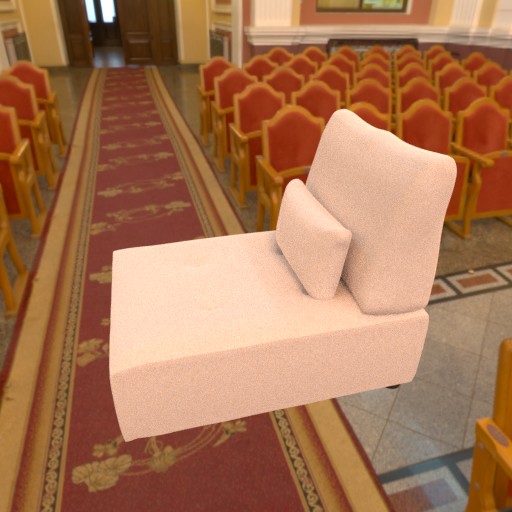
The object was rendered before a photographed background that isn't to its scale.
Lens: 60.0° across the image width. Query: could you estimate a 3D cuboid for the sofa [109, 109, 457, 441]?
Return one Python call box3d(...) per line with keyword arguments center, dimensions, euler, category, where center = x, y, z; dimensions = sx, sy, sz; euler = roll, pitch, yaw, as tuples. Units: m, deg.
box3d(center=(0.000, 0.000, 1.533), dimensions=(1.000, 0.820, 0.700), euler=(-7, 31, -13), category="sofa")
